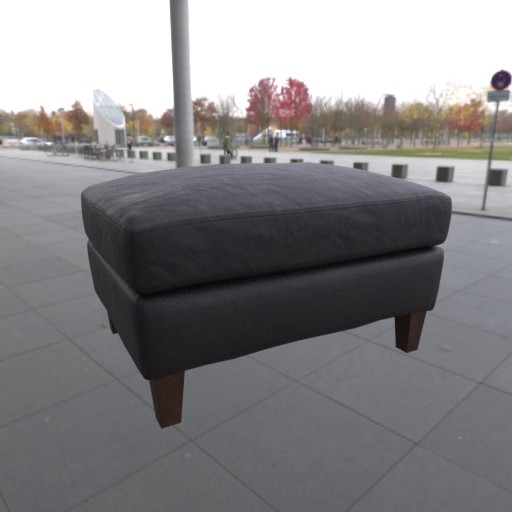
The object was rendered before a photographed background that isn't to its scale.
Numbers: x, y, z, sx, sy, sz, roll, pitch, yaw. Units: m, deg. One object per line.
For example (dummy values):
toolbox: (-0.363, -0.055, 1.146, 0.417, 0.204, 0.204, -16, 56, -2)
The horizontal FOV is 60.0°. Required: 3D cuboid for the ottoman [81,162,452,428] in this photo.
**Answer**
ottoman: (0.000, 0.000, 1.284, 0.887, 0.529, 0.659, -8, 17, -27)
